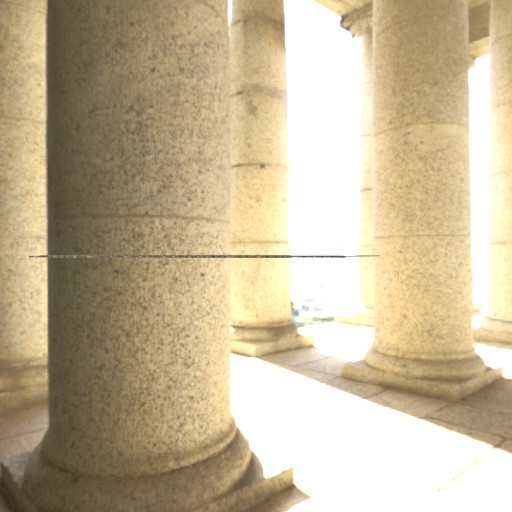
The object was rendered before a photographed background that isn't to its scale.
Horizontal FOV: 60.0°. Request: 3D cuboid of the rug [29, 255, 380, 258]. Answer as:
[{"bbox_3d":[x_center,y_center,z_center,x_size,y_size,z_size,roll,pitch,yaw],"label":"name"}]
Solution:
[{"bbox_3d":[0.000,0.000,3.096,1.548,0.013,2.486,0,0,19],"label":"rug"}]
